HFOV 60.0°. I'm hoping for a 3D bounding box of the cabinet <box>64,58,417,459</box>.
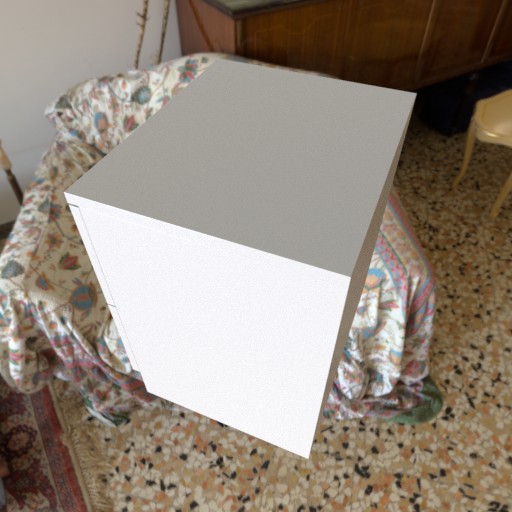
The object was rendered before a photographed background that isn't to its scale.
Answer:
[{"bbox_3d":[0.000,0.000,0.760,0.360,0.470,0.400,17,48,15],"label":"cabinet"}]
